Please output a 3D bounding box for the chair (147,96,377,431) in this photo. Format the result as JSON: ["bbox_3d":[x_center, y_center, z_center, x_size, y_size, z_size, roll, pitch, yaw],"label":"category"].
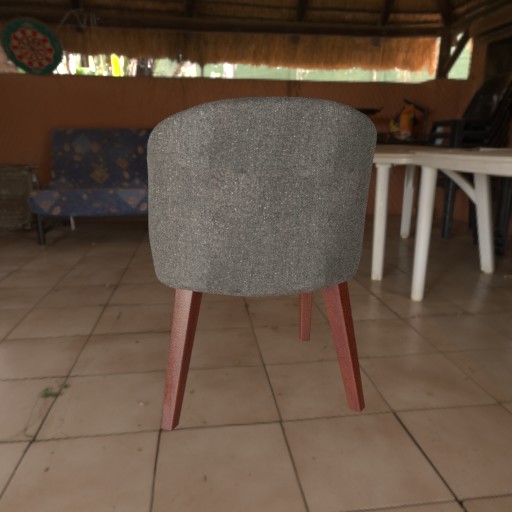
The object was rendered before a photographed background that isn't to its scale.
[{"bbox_3d":[0.000,0.000,1.270,0.583,0.811,0.655,-2,15,-8],"label":"chair"}]
